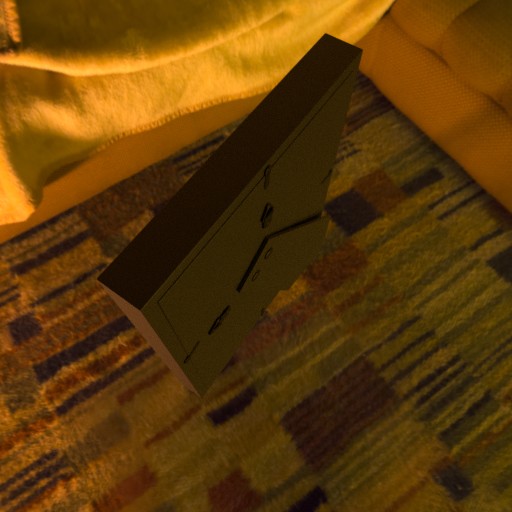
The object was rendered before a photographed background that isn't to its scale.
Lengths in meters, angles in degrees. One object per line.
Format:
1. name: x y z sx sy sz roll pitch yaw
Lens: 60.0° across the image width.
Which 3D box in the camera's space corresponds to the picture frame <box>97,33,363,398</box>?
1. picture frame: 0.000 0.000 0.395 0.042 0.284 0.232 32 68 15
